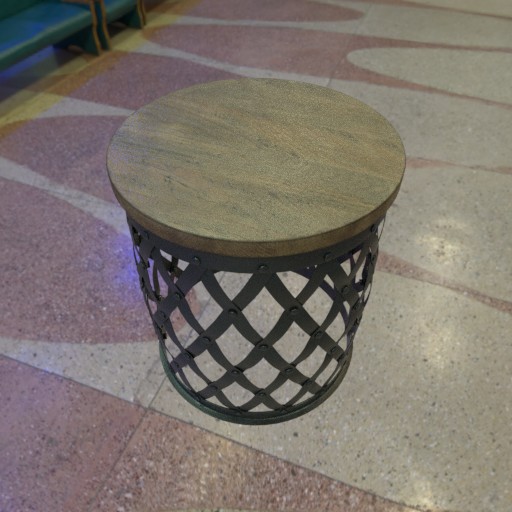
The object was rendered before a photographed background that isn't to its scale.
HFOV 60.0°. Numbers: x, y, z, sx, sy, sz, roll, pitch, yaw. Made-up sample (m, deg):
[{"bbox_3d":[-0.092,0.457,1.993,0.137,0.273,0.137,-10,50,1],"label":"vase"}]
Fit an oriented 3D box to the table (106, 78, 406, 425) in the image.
[{"bbox_3d":[0.000,0.000,0.774,0.405,0.454,0.405,0,45,0],"label":"table"}]
